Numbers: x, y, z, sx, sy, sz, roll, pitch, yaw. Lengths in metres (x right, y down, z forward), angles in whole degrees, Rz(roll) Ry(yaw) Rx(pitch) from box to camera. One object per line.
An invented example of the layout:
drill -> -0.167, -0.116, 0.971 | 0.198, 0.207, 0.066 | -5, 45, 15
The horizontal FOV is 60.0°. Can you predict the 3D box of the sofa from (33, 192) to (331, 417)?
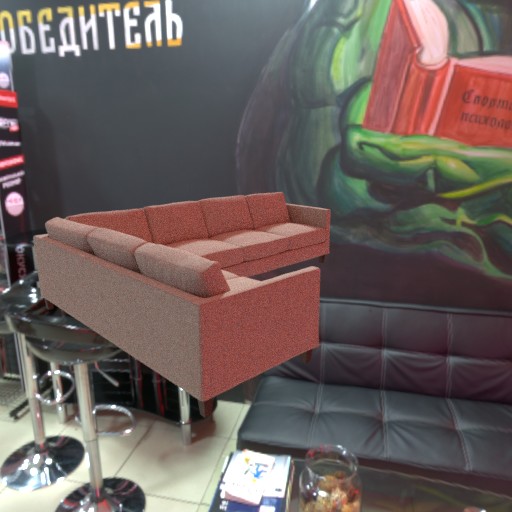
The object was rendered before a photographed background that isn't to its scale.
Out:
sofa -> 0.000, 0.000, 4.216 | 3.182, 0.863, 2.432 | -14, 20, -43
